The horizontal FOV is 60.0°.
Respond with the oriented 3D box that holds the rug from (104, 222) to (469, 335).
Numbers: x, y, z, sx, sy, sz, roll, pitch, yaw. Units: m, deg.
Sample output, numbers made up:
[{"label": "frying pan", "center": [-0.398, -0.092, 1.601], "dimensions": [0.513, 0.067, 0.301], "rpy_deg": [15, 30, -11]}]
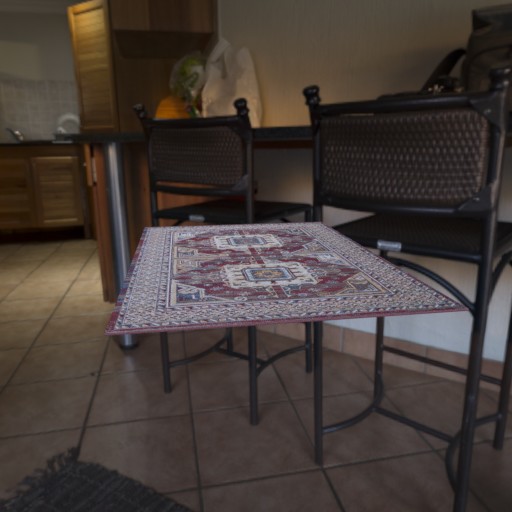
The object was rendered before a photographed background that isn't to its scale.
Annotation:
[{"label": "rug", "center": [0.000, 0.000, 2.948], "dimensions": [1.599, 0.011, 2.210], "rpy_deg": [-2, 15, -9]}]
